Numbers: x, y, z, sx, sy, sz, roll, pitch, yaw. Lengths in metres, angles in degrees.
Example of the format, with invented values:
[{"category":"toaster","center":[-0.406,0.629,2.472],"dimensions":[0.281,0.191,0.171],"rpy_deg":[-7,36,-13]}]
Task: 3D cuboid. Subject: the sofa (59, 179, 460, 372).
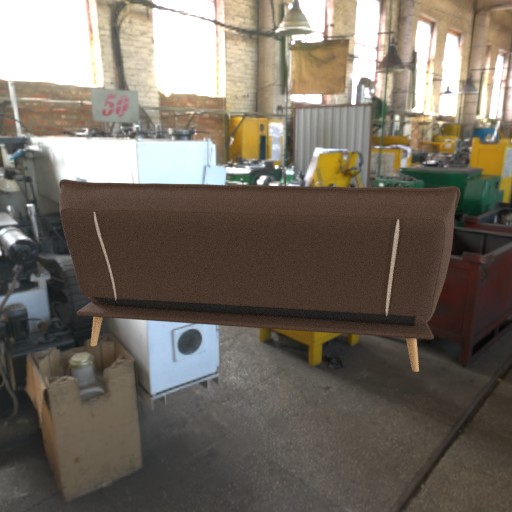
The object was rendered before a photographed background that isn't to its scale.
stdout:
[{"category":"sofa","center":[0.000,0.000,2.512],"dimensions":[1.940,0.890,0.950],"rpy_deg":[2,16,9]}]
